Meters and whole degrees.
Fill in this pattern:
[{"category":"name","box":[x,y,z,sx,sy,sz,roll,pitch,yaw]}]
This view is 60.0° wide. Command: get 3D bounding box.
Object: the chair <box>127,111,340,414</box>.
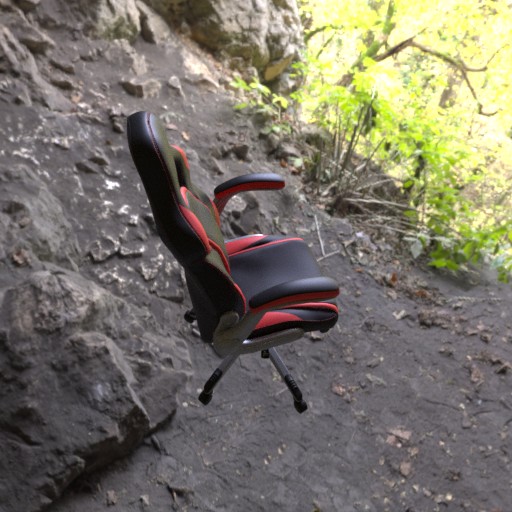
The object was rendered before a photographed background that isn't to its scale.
[{"category":"chair","box":[0.000,0.000,1.633,0.712,1.165,0.758,-10,46,-10]}]
